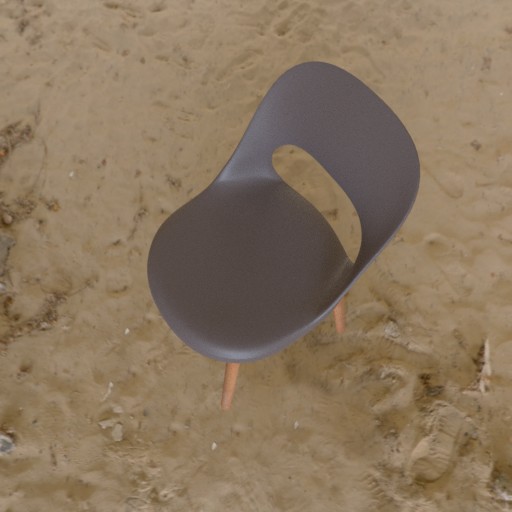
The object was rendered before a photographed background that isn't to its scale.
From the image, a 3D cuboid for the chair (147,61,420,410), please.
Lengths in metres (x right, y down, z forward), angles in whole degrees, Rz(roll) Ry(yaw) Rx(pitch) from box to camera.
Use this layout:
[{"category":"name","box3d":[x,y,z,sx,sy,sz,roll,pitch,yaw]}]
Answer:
[{"category":"chair","box3d":[0.000,0.000,1.138,0.556,0.794,0.470,-31,68,-14]}]
